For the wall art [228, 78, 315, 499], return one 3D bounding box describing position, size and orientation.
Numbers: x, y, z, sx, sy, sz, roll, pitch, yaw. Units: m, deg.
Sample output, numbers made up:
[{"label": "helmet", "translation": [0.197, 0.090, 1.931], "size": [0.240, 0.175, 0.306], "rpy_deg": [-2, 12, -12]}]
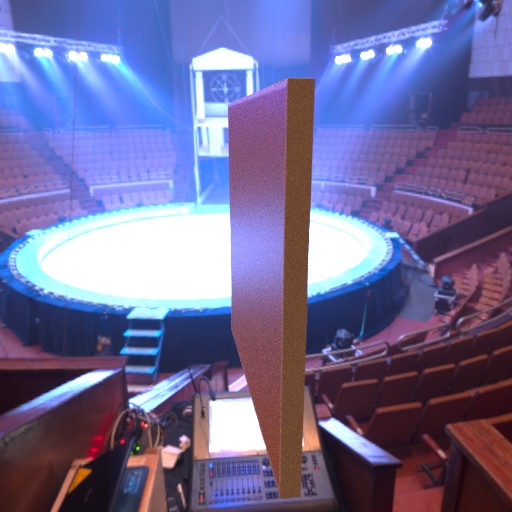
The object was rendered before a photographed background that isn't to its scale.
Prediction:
[{"label": "wall art", "translation": [0.000, 0.000, 1.122], "size": [0.041, 0.765, 0.768], "rpy_deg": [-3, 16, -10]}]
